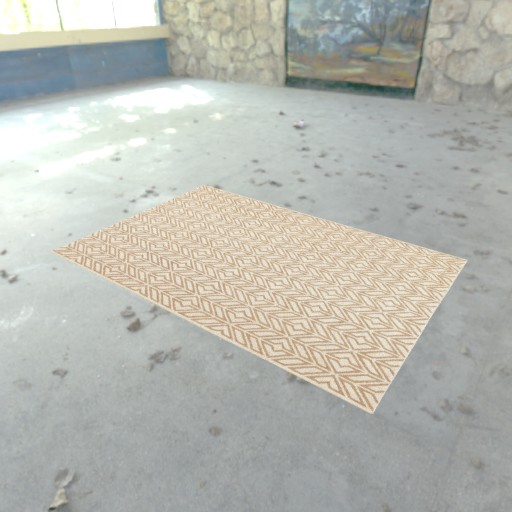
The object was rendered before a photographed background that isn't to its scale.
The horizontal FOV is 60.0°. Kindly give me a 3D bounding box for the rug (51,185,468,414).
[{"bbox_3d":[0.000,0.000,2.337,1.828,0.007,1.220,20,36,31],"label":"rug"}]
